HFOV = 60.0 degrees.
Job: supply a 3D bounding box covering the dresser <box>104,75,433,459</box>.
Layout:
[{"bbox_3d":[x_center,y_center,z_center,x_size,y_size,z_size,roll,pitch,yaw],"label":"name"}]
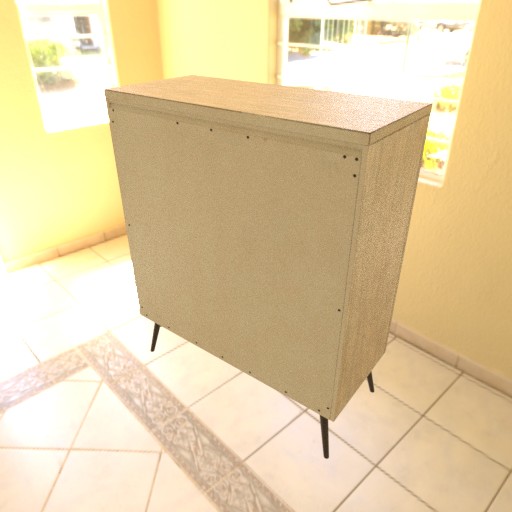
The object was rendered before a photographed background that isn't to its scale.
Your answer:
[{"bbox_3d":[0.000,0.000,1.763,1.016,1.219,0.457,21,36,32],"label":"dresser"}]
